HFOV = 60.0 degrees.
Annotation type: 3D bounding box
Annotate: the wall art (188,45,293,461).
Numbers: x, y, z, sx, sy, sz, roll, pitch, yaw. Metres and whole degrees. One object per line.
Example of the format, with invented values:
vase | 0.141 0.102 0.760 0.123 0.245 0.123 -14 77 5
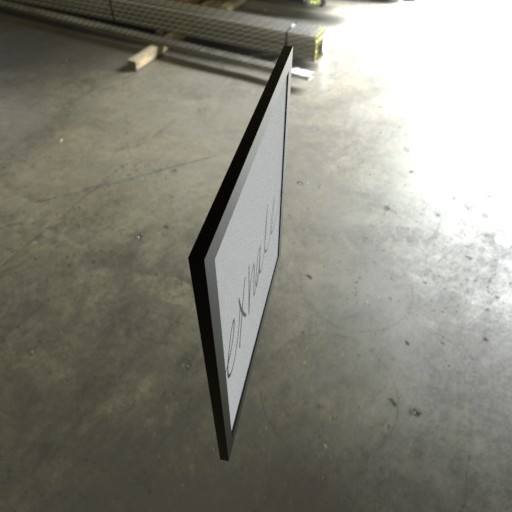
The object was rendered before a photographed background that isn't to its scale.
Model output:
wall art | 0.000 0.000 0.665 0.014 0.445 0.446 9 47 9
